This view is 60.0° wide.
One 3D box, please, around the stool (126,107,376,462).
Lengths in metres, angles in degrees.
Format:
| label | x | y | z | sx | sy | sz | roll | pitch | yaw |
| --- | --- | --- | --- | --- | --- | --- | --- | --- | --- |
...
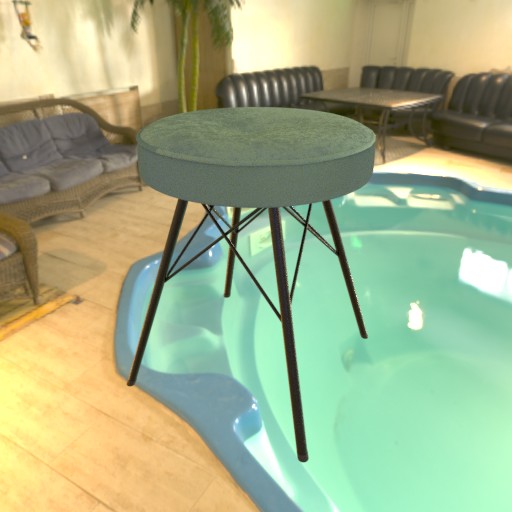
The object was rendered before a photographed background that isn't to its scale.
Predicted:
| label | x | y | z | sx | sy | sz | roll | pitch | yaw |
| --- | --- | --- | --- | --- | --- | --- | --- | --- | --- |
| stool | 0.000 | 0.000 | 0.878 | 0.458 | 0.519 | 0.457 | 19 | 32 | 32 |
